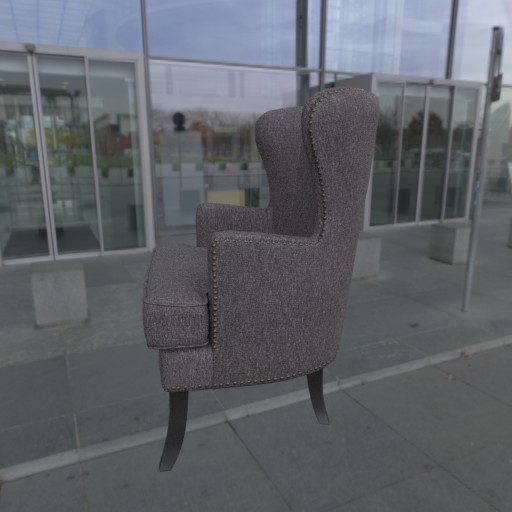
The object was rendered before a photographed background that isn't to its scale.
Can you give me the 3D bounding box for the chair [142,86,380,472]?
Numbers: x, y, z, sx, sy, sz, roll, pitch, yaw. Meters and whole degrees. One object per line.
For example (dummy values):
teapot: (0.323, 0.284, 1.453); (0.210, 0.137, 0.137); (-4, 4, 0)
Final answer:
chair: (0.000, 0.000, 1.564); (0.758, 1.060, 0.759); (-2, 14, -10)
